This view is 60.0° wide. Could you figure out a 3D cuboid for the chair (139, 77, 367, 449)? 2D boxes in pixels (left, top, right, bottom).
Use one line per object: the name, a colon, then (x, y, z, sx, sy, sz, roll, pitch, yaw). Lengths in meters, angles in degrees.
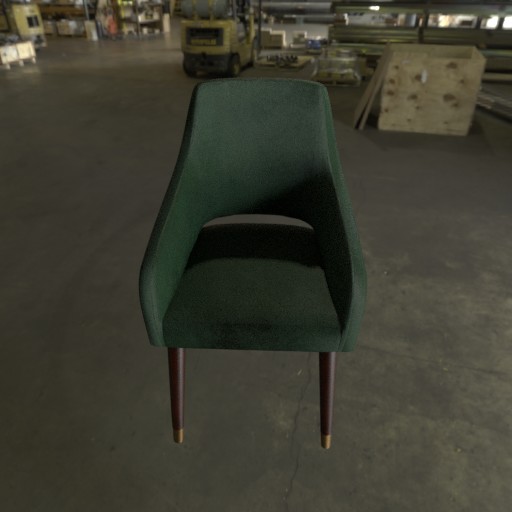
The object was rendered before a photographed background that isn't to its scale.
chair: (0.000, 0.000, 1.607, 0.683, 1.081, 0.794, 1, 32, 2)
